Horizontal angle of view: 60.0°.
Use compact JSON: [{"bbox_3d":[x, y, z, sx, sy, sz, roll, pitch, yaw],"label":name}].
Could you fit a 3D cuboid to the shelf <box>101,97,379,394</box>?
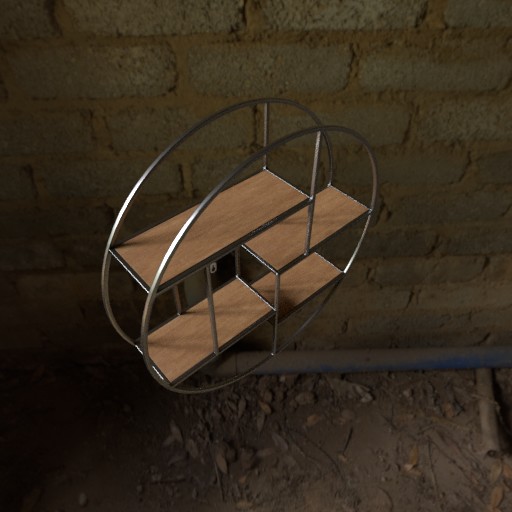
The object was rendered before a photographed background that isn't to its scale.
[{"bbox_3d":[0.000,0.000,1.339,0.888,0.888,0.202,-32,54,-28],"label":"shelf"}]
